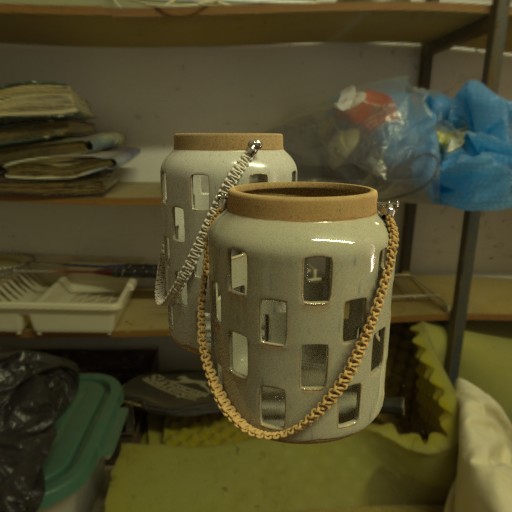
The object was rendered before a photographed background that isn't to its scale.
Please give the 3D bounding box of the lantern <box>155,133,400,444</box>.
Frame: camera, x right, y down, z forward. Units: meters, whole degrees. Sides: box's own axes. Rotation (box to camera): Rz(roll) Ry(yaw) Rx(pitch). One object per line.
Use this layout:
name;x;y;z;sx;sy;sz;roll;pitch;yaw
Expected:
lantern;0.000;0.000;0.477;0.184;0.255;0.347;-7;16;-25
